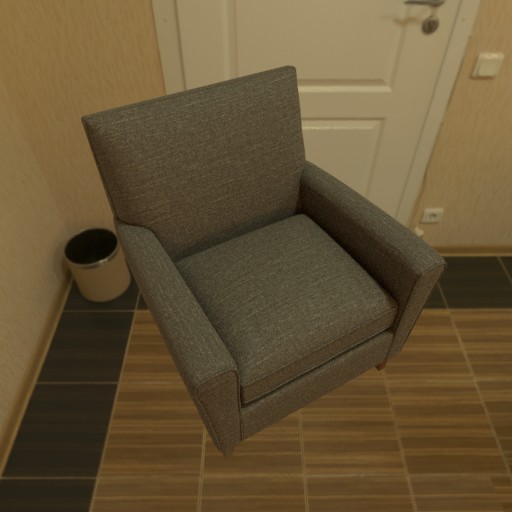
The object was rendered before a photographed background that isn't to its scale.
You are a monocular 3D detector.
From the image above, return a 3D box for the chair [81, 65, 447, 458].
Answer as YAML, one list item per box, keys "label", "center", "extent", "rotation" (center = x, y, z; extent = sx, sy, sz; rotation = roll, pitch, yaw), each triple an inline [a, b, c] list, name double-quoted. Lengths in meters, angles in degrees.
- label: "chair"
  center: [0.000, 0.000, 1.552]
  extent: [0.838, 0.885, 0.875]
  rotation: [-22, 50, -20]
